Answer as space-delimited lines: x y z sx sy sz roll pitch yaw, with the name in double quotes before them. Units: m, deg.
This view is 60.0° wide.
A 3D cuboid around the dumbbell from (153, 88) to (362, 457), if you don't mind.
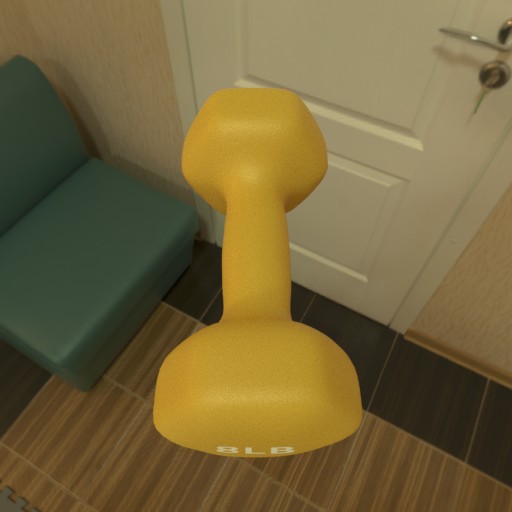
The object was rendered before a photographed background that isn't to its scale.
"dumbbell" 0.000 0.000 0.232 0.090 0.082 0.190 0 57 0
